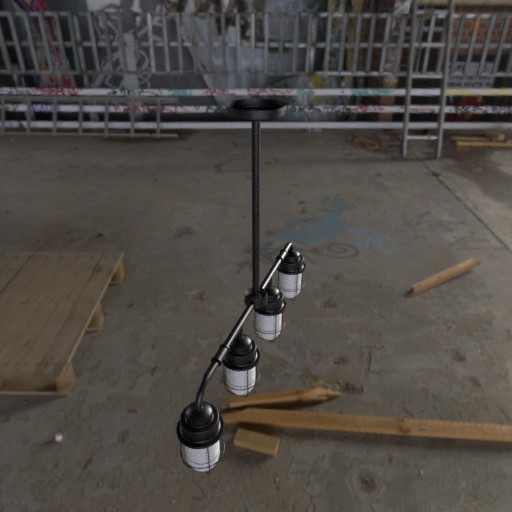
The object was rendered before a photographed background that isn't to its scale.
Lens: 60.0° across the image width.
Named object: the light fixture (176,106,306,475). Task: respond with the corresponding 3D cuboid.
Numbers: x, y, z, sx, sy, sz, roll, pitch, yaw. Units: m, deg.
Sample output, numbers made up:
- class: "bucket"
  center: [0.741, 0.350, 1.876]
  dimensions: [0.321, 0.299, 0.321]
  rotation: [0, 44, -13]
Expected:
- class: "light fixture"
  center: [0.000, 0.000, 1.188]
  dimensions: [0.131, 0.785, 0.852]
  rotation: [10, 32, 17]
